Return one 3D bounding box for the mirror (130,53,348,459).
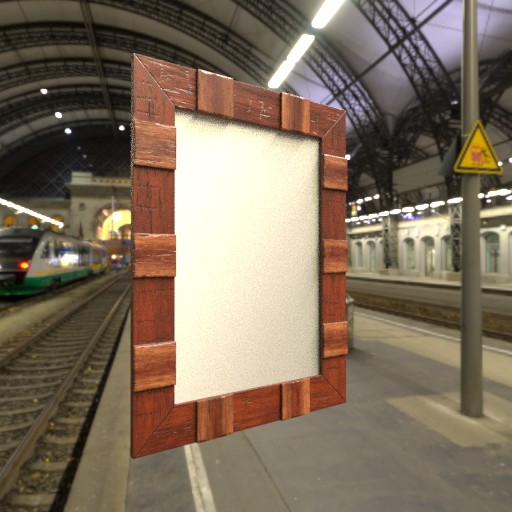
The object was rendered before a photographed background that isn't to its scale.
[{"bbox_3d":[0.000,0.000,1.053,0.600,0.805,0.021,0,0,-35],"label":"mirror"}]
